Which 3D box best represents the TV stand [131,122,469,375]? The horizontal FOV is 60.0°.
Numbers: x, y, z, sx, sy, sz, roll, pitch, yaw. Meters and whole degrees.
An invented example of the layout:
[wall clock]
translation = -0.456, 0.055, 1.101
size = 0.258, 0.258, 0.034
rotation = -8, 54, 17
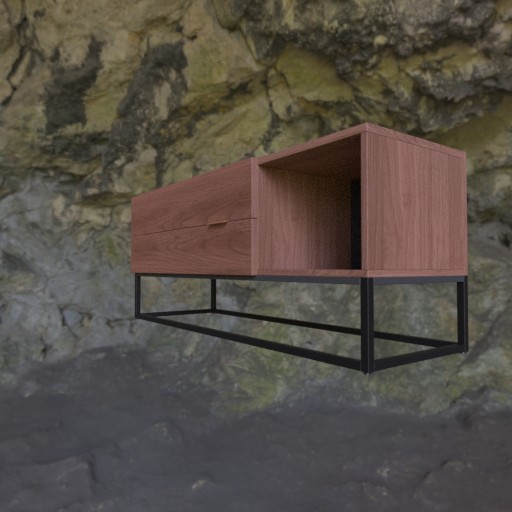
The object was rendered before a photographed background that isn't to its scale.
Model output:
[TV stand]
translation = 0.000, 0.000, 1.456
size = 0.415, 0.500, 1.200
rotation = 1, -2, -37
